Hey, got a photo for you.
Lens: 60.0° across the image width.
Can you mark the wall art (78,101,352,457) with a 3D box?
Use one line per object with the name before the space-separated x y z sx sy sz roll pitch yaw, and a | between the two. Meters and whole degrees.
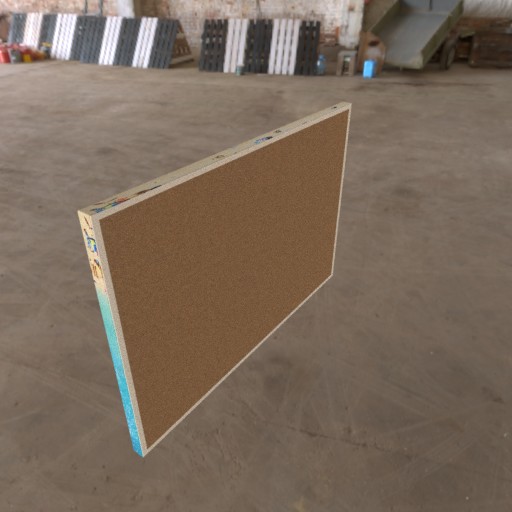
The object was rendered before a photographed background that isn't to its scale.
wall art | 0.000 0.000 1.455 0.040 0.769 1.136 21 38 30
